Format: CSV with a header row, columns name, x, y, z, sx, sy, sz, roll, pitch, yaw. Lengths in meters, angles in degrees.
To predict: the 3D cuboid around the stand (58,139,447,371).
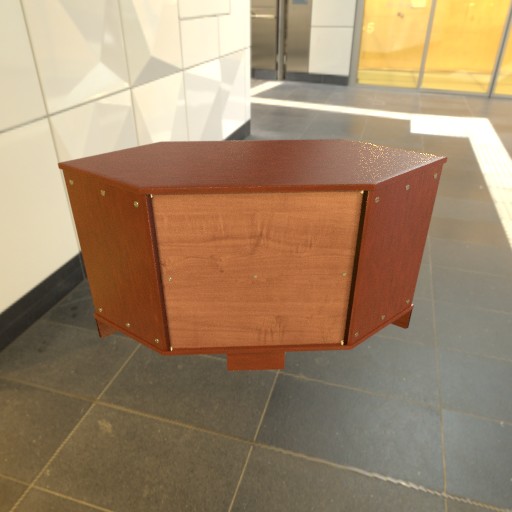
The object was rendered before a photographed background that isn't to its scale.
name,x,y,z,sx,sy,sz,roll,pitch,yaw
stand,0.000,0.000,1.372,1.072,0.614,0.381,-1,31,-2
